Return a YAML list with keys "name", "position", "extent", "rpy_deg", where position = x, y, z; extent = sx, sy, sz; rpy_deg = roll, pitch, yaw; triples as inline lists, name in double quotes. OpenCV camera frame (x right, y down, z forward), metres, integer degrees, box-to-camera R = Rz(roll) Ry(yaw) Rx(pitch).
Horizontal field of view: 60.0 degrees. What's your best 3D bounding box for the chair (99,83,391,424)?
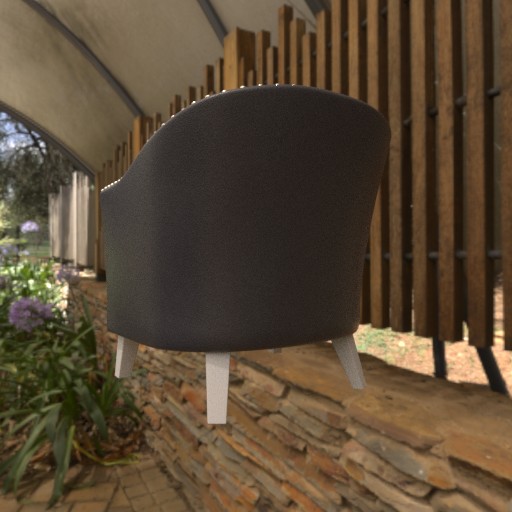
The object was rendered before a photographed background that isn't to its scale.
- name: "chair"
  position: [0.000, 0.000, 1.405]
  extent: [0.794, 0.823, 0.748]
  rpy_deg: [0, 0, -35]
